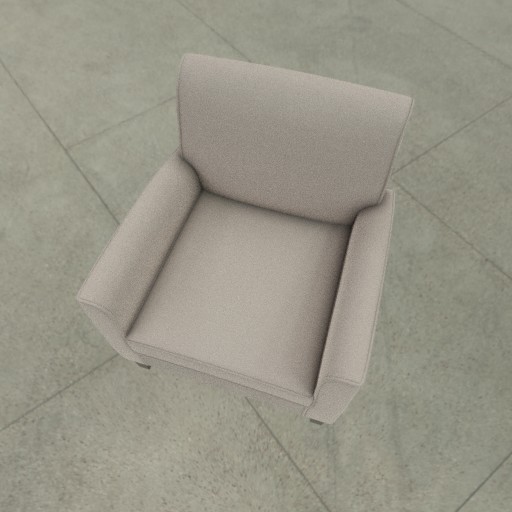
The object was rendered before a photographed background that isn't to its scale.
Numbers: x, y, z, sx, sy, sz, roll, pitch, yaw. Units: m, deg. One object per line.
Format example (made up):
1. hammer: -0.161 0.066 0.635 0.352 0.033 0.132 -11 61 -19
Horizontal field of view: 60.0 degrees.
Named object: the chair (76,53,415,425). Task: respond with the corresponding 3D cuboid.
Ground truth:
1. chair: 0.000 0.000 1.523 0.820 0.915 0.820 15 60 9
